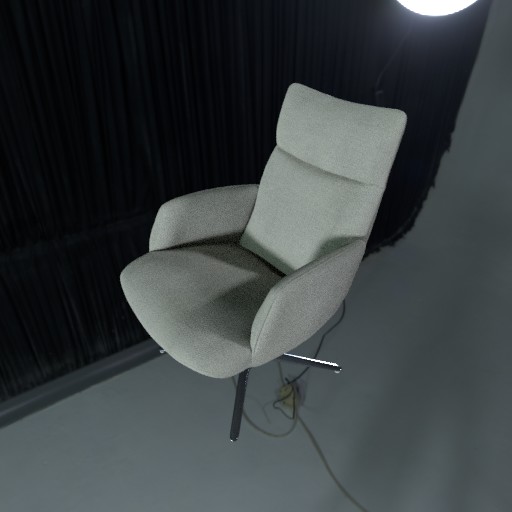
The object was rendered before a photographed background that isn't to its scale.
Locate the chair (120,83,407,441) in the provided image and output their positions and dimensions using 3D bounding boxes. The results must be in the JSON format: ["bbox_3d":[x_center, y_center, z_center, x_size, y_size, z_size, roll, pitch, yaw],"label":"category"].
[{"bbox_3d":[0.000,0.000,1.606,0.889,1.016,0.711,-23,39,-31],"label":"chair"}]
